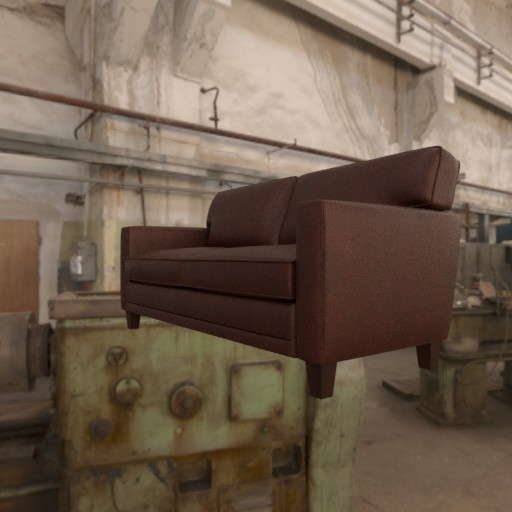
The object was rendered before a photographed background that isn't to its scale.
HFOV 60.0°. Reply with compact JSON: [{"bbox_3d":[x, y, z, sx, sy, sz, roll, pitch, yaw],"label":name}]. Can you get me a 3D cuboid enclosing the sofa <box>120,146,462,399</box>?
[{"bbox_3d":[0.000,0.000,2.361,0.912,0.928,1.876,0,0,-36],"label":"sofa"}]
